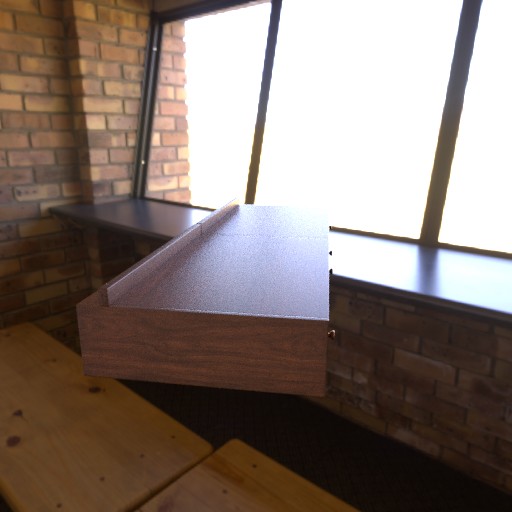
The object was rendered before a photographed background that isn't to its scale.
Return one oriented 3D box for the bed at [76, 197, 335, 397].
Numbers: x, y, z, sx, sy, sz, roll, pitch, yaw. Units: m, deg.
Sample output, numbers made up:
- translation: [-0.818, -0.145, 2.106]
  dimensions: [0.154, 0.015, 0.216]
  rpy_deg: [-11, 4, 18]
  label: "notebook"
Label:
- translation: [0.000, 0.000, 2.305]
  dimensions: [0.787, 0.326, 2.057]
  rpy_deg: [2, 16, 9]
  label: "bed"
